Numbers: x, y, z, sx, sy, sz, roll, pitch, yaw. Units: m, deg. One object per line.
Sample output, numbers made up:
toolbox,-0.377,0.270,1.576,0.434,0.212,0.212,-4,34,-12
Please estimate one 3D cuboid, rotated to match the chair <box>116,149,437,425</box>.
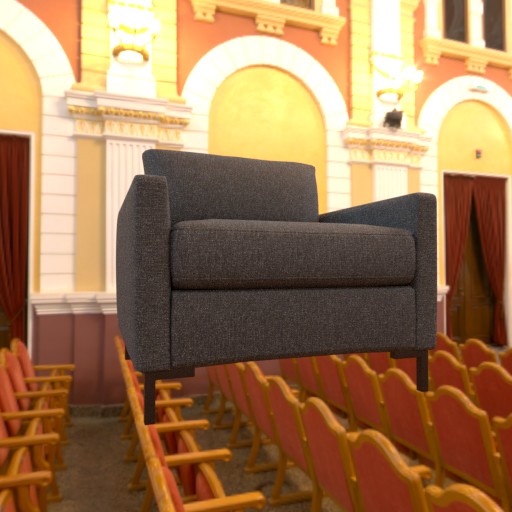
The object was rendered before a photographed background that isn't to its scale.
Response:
chair,0.000,0.000,1.633,0.963,0.861,0.866,0,-1,-20
